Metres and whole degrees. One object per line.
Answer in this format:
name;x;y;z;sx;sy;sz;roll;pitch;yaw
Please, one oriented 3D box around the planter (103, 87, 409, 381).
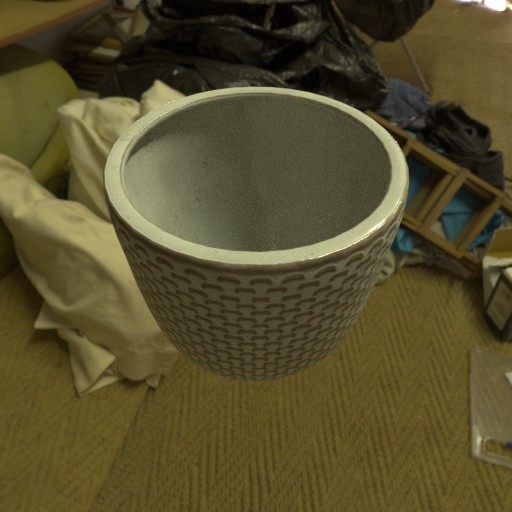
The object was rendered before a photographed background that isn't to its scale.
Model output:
planter;0.000;0.000;0.356;0.197;0.191;0.197;0;47;0
